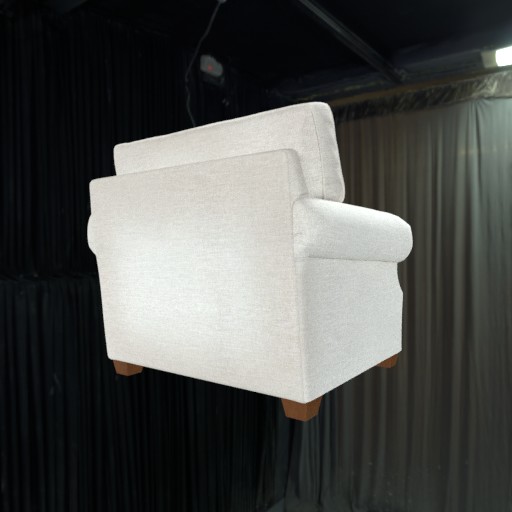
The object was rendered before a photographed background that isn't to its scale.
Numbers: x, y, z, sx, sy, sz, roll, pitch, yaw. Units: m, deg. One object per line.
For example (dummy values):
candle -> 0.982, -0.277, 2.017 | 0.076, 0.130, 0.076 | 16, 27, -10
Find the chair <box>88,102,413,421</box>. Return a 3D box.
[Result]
chair -> 0.000, 0.000, 1.847 | 1.092, 0.961, 0.965 | 0, 1, 36
